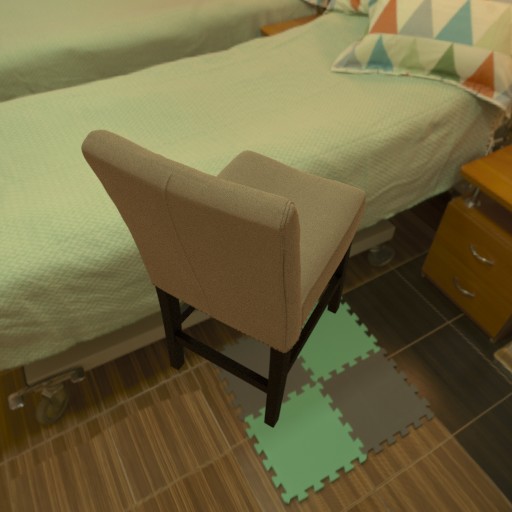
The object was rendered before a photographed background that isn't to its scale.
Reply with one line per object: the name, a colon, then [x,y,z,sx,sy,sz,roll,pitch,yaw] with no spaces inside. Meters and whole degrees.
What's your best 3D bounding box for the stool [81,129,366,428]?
stool: [0.000,0.000,1.187,0.427,0.885,0.571,24,52,20]
